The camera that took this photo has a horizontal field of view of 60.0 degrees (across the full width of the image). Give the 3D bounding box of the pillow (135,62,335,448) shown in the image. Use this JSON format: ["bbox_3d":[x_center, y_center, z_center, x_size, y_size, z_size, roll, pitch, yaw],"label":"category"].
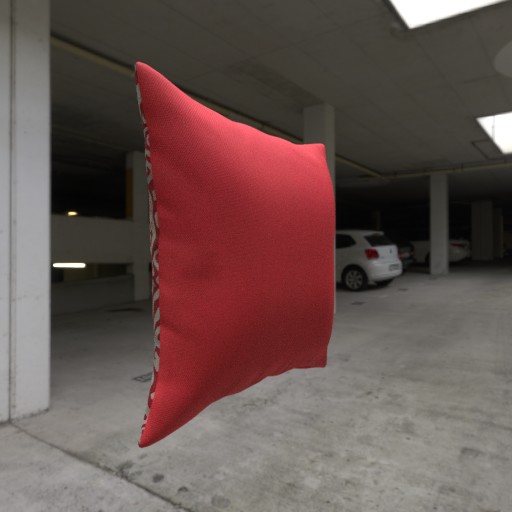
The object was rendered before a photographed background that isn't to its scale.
[{"bbox_3d":[0.000,0.000,0.787,0.192,0.507,0.522,0,-1,36],"label":"pillow"}]
